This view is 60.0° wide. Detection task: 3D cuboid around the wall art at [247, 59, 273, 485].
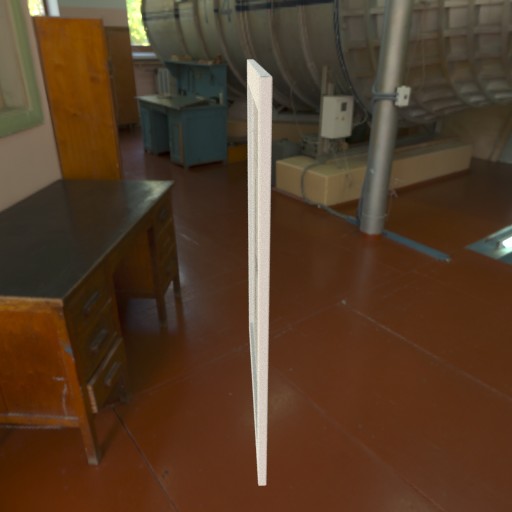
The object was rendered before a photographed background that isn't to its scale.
[{"bbox_3d":[0.000,0.000,0.669,0.012,0.529,0.374,-1,26,-3],"label":"wall art"}]
